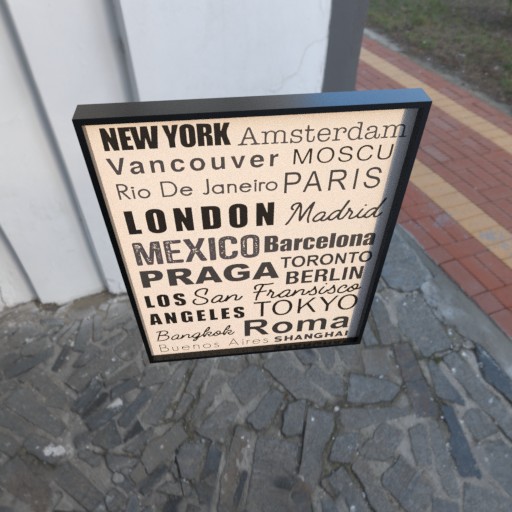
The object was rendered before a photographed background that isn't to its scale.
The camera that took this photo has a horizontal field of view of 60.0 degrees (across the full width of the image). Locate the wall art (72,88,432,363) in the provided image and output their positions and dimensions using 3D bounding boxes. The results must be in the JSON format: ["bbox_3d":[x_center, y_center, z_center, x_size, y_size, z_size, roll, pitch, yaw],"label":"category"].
[{"bbox_3d":[0.000,0.000,0.756,0.448,0.551,0.038,-4,46,-4],"label":"wall art"}]
